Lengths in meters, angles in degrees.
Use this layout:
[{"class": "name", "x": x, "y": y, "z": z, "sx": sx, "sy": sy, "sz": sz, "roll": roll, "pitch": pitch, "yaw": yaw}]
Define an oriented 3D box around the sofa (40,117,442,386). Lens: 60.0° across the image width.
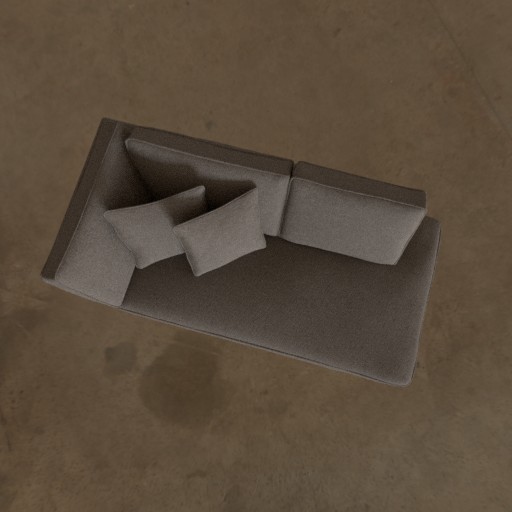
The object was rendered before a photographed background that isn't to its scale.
[{"class": "sofa", "x": 0.000, "y": 0.000, "z": 2.812, "sx": 2.237, "sy": 1.033, "sz": 1.110, "roll": 14, "pitch": 77, "yaw": 4}]
